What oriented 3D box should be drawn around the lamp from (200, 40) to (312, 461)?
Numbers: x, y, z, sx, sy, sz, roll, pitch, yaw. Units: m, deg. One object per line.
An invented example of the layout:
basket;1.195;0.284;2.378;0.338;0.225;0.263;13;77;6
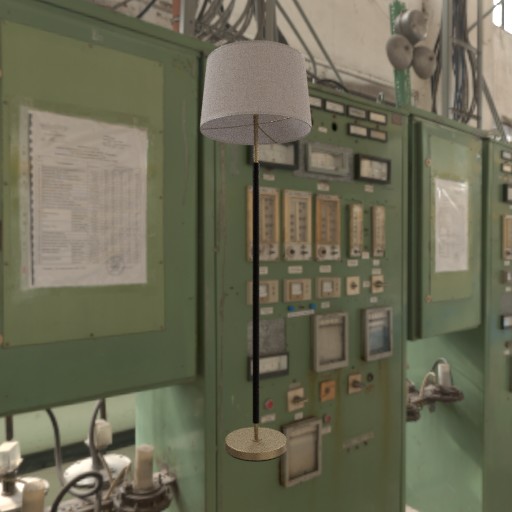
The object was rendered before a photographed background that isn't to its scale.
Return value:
lamp;0.000;0.000;1.673;0.420;1.447;0.420;0;0;0
